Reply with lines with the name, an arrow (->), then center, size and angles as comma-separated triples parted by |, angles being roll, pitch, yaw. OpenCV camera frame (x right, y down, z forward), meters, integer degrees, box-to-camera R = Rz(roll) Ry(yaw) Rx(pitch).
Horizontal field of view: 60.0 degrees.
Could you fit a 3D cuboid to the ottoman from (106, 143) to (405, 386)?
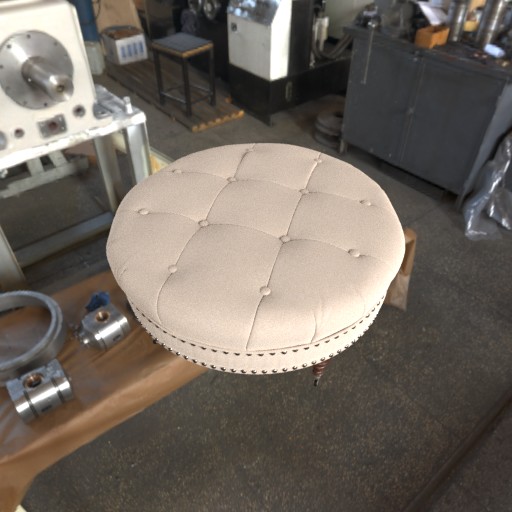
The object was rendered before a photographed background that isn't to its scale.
ottoman -> 0.000, 0.000, 1.455 | 0.901, 0.439, 0.901 | 0, 41, 0
